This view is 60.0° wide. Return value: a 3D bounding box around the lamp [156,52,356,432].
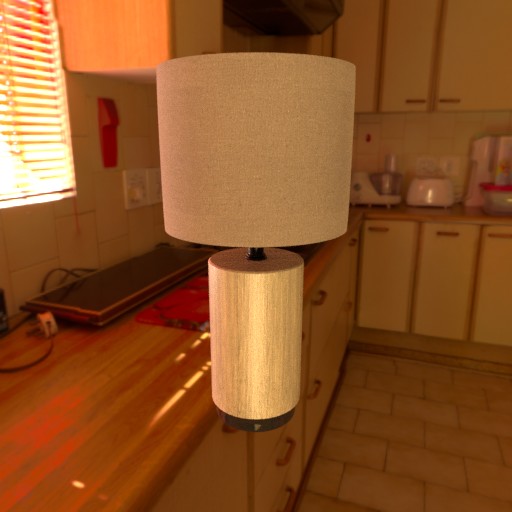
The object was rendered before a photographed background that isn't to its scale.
[{"bbox_3d":[0.000,0.000,0.570,0.228,0.444,0.228,-3,15,-10],"label":"lamp"}]
